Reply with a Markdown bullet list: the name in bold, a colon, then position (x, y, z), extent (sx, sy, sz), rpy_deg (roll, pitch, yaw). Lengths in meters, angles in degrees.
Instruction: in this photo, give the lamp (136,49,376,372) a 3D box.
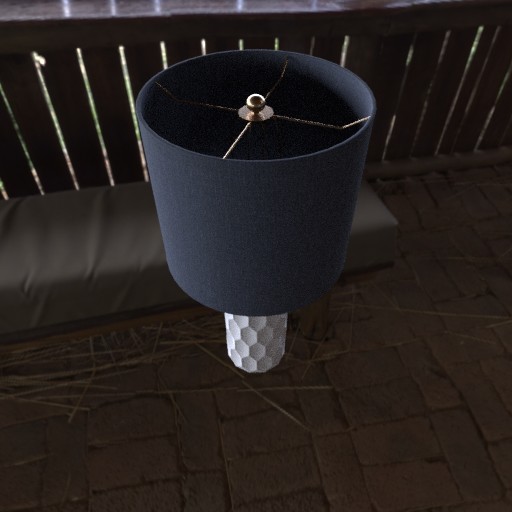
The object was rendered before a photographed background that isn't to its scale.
- **lamp**: position (0.000, 0.000, 0.710), extent (0.277, 0.537, 0.277), rpy_deg (-24, 50, -22)
